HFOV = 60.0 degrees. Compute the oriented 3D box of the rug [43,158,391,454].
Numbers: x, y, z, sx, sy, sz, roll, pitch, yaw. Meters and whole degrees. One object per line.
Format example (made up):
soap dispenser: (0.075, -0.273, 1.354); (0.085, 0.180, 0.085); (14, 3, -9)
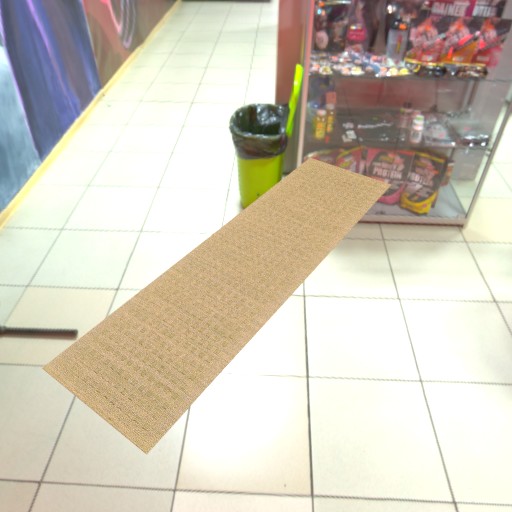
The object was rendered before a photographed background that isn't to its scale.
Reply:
rug: (0.000, 0.000, 2.647); (0.686, 0.006, 2.437); (25, 47, 26)
